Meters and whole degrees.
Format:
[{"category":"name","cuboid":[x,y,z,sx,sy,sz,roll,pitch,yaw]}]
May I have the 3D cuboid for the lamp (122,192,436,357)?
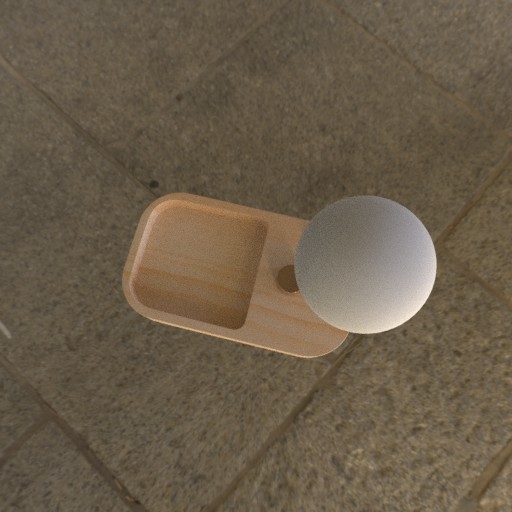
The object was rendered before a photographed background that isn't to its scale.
[{"category":"lamp","cuboid":[0.000,0.000,0.475,0.331,0.253,0.173,13,76,3]}]
